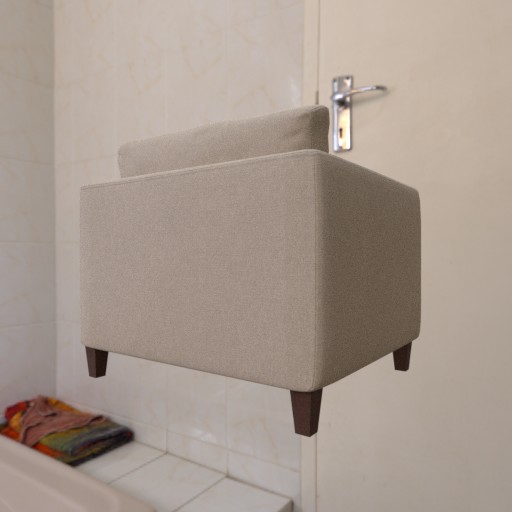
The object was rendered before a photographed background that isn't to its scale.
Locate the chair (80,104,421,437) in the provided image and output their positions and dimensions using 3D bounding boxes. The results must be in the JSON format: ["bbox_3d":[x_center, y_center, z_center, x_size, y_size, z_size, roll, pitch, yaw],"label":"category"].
[{"bbox_3d":[0.000,0.000,1.824,1.107,0.961,0.959,0,0,36],"label":"chair"}]
